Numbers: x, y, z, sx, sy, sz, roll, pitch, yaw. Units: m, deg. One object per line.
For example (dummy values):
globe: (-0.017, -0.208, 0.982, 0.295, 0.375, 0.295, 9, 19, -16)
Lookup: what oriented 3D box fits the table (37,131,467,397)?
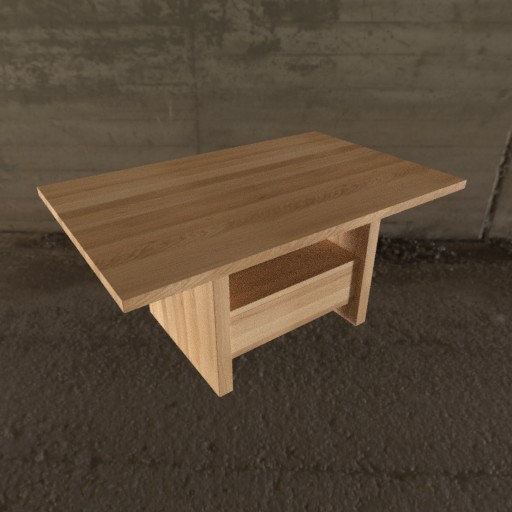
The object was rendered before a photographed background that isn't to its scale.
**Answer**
table: (0.000, 0.000, 1.471, 1.100, 0.510, 0.700, -20, 36, -30)
